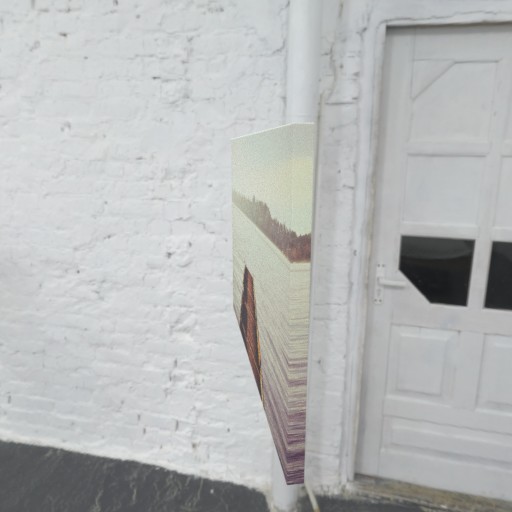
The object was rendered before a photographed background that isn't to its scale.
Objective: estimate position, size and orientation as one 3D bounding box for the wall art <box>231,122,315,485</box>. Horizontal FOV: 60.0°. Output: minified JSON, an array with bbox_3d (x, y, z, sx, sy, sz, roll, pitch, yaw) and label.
[{"bbox_3d":[0.000,0.000,1.439,0.040,0.765,1.149,-2,14,-8],"label":"wall art"}]
